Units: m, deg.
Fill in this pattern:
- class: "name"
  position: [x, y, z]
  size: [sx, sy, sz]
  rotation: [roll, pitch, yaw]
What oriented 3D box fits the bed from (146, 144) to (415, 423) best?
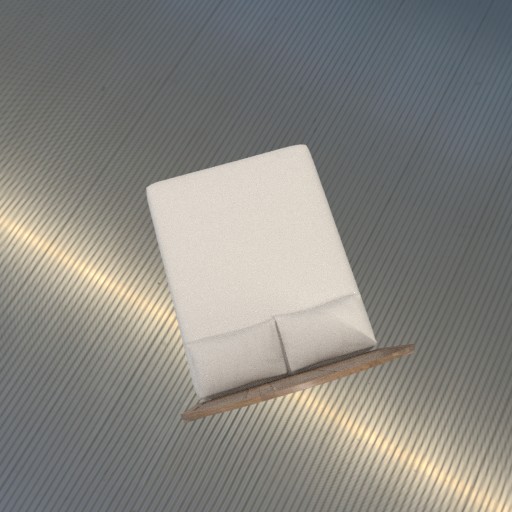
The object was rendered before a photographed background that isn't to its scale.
- class: "bed"
  position: [0.000, 0.000, 3.611]
  size: [1.713, 2.002, 2.112]
  rotation: [-16, 77, -4]
